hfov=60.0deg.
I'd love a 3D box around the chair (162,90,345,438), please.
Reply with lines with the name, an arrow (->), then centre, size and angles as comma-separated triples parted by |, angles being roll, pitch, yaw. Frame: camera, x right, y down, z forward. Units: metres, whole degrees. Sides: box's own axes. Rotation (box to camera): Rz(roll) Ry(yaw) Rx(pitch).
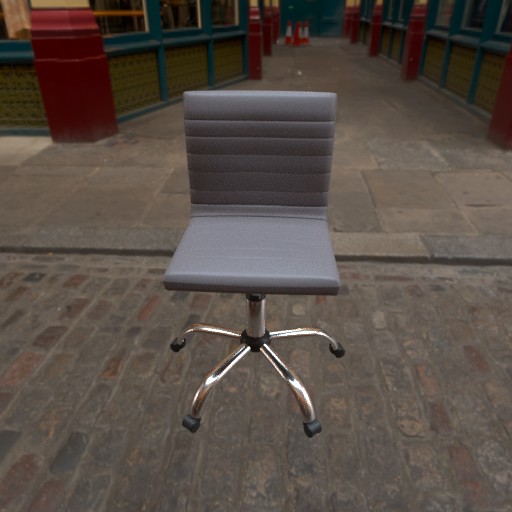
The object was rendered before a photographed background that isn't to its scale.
chair -> 0.000, 0.000, 1.173 | 0.556, 0.780, 0.530 | 2, 30, 3
